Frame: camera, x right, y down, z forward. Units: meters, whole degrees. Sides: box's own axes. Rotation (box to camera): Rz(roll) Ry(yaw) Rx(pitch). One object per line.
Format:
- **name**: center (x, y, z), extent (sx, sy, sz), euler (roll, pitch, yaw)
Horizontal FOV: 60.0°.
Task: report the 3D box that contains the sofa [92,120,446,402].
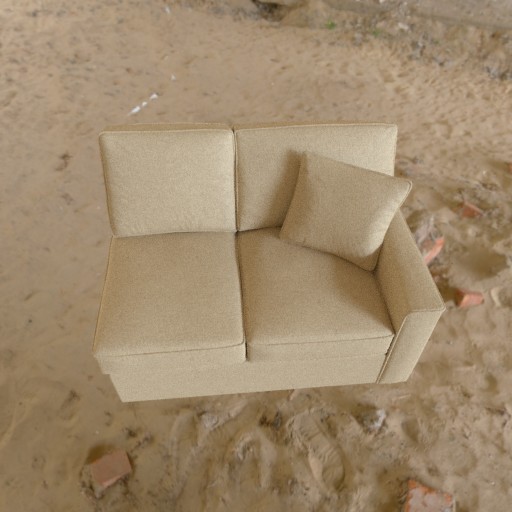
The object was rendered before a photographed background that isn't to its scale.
- **sofa**: center (0.000, 0.000, 2.077), extent (1.388, 0.989, 0.991), euler (-3, 47, -3)
